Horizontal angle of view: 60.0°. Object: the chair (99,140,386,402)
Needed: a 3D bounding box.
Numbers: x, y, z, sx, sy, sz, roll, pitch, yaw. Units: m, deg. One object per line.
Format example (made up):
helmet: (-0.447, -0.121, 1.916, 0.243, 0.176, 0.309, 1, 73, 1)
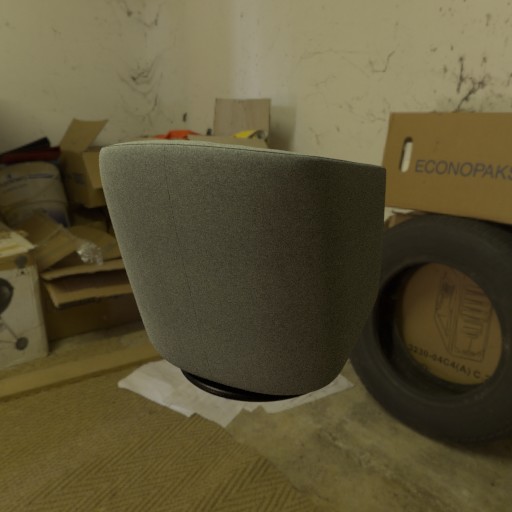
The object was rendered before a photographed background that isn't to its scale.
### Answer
chair: (0.000, 0.000, 1.656, 0.822, 0.861, 0.986, 9, 18, 27)
